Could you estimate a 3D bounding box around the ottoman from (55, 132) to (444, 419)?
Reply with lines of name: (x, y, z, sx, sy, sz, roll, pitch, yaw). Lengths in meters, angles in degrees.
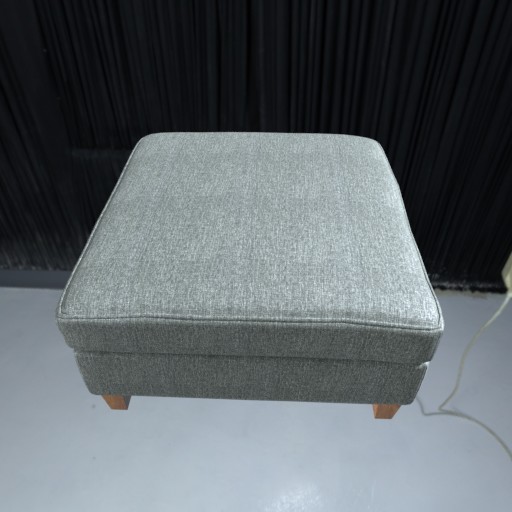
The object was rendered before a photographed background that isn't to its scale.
ottoman: (0.000, 0.000, 1.329, 0.838, 0.481, 0.838, 1, 42, 2)
